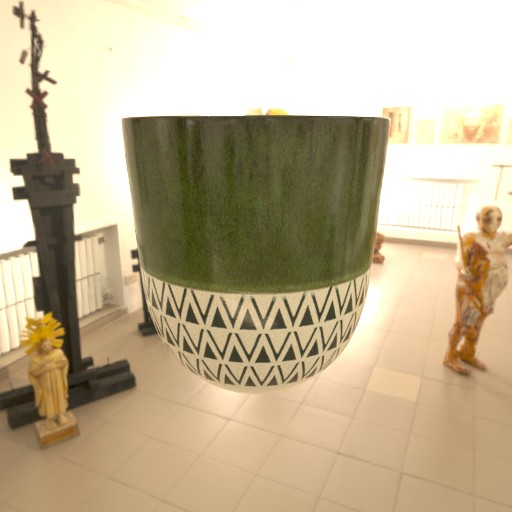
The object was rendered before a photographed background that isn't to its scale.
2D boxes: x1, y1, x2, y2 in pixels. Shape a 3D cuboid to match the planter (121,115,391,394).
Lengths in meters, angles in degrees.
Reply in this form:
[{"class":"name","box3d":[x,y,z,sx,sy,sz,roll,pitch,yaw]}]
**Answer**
[{"class":"planter","box3d":[0.000,0.000,0.456,0.245,0.270,0.245,0,16,0]}]
